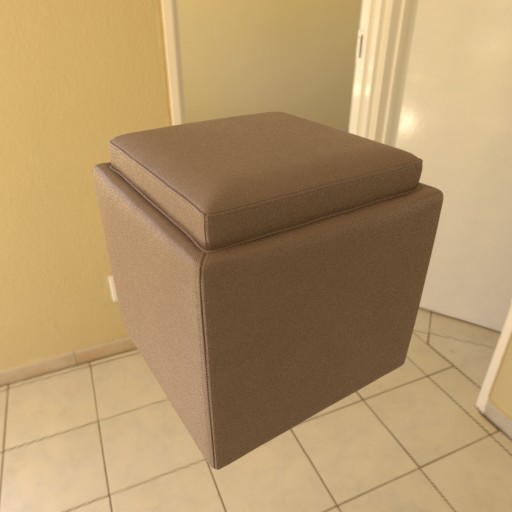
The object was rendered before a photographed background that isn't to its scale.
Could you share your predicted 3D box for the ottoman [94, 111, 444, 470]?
[{"bbox_3d":[0.000,0.000,0.835,0.451,0.460,0.450,-18,35,-28],"label":"ottoman"}]
